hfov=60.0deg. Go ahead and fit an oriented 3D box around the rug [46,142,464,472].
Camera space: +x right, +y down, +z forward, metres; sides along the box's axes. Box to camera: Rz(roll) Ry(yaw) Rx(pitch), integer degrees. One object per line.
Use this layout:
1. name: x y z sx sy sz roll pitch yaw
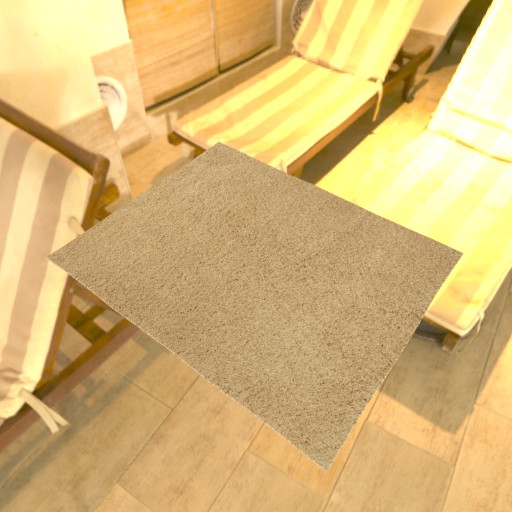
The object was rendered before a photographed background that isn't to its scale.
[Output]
1. rug: 0.000 0.000 4.079 3.000 0.025 2.400 30 54 25
